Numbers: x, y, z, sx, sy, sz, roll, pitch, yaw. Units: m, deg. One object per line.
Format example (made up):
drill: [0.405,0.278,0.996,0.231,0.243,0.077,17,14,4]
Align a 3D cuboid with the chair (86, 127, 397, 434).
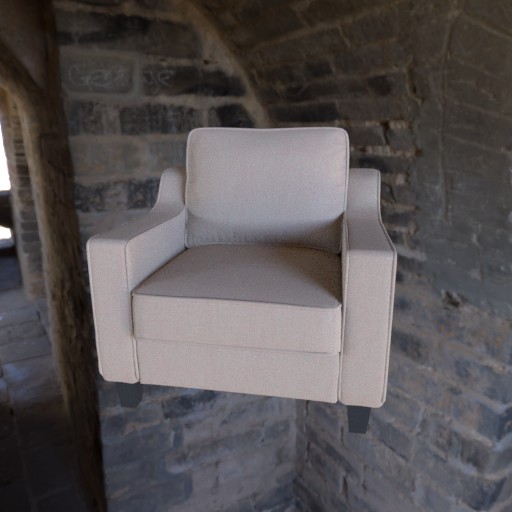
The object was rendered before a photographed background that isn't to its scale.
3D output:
chair: [0.000,0.000,1.683,0.922,0.948,0.882,3,15,10]
